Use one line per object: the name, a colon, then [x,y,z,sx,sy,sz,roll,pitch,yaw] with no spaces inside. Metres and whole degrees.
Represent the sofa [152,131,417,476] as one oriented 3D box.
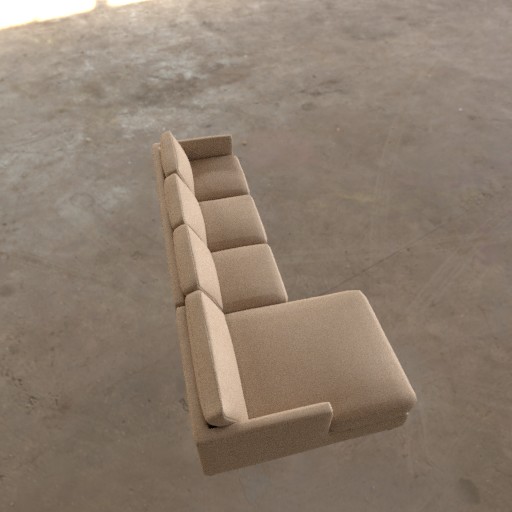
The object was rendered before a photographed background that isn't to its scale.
sofa: [0.000,0.000,3.865,1.502,0.876,3.201,-10,48,-9]
